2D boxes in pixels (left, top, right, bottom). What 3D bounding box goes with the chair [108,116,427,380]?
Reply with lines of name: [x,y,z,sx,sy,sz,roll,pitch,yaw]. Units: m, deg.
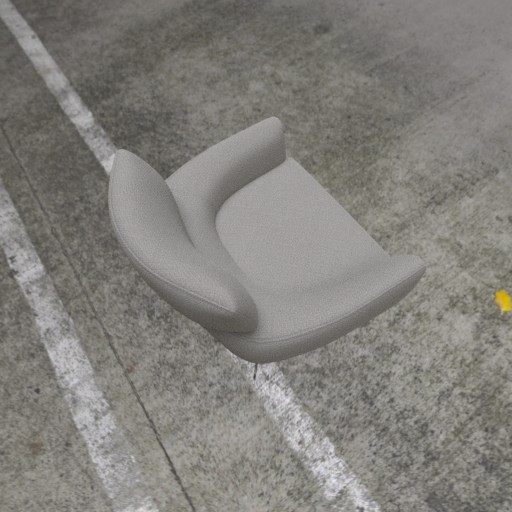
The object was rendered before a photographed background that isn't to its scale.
chair: [0.000,0.000,1.424,0.730,0.810,0.760,-30,63,-17]
